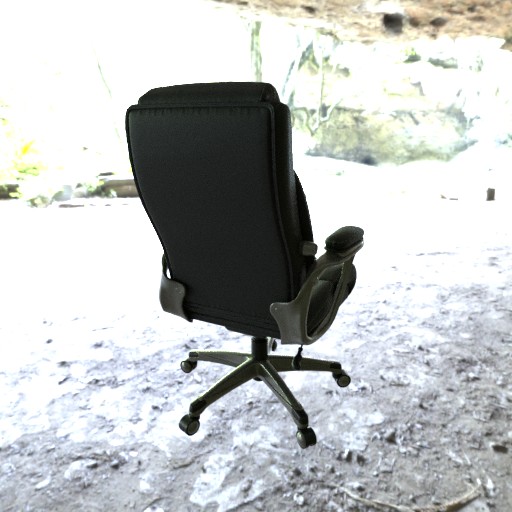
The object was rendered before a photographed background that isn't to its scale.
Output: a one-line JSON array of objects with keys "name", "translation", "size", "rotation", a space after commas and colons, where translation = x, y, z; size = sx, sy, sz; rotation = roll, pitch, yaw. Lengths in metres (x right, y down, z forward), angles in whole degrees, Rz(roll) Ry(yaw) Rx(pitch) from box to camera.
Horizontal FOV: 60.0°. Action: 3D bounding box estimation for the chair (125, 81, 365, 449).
[{"name": "chair", "translation": [0.000, 0.000, 1.653], "size": [0.741, 1.167, 0.784], "rotation": [8, 19, 26]}]
